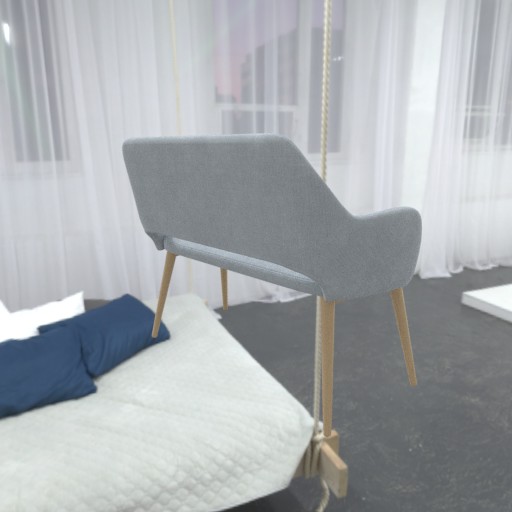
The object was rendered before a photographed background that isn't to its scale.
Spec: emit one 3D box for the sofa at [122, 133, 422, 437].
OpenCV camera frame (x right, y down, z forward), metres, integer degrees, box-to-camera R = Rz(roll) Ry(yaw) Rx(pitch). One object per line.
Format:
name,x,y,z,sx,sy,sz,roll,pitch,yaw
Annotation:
sofa,0.000,0.000,1.619,0.610,0.840,1.150,-13,19,-42
